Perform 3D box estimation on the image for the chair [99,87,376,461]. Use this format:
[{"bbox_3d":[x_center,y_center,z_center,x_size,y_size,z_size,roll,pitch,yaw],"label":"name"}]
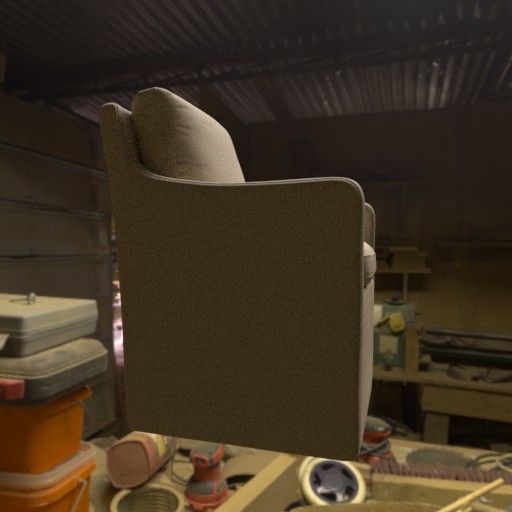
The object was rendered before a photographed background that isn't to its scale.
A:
[{"bbox_3d":[0.000,0.000,1.342,0.694,0.914,0.626,0,1,17],"label":"chair"}]
